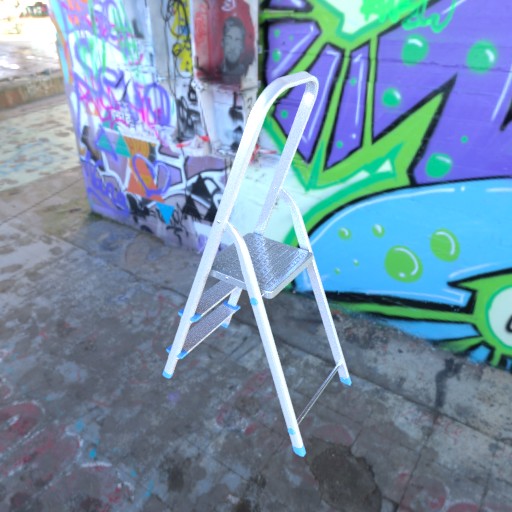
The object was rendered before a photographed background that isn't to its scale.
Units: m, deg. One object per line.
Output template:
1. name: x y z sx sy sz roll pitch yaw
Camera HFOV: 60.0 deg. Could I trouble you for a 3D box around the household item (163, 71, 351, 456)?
1. household item: 0.000 0.000 1.555 0.687 1.215 0.420 20 36 29
